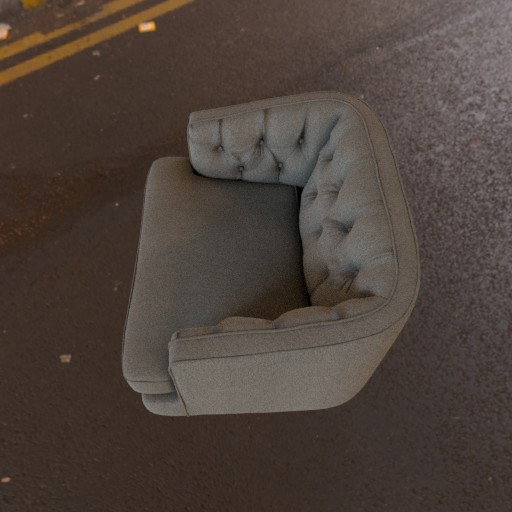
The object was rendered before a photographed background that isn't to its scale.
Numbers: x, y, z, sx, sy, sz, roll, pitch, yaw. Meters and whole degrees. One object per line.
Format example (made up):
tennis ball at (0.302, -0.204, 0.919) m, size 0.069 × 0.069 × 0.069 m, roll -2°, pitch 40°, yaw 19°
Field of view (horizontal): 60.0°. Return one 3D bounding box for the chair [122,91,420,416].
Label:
chair at (0.000, 0.000, 1.751) m, size 0.945 × 0.852 × 1.094 m, roll -1°, pitch 57°, yaw -1°
